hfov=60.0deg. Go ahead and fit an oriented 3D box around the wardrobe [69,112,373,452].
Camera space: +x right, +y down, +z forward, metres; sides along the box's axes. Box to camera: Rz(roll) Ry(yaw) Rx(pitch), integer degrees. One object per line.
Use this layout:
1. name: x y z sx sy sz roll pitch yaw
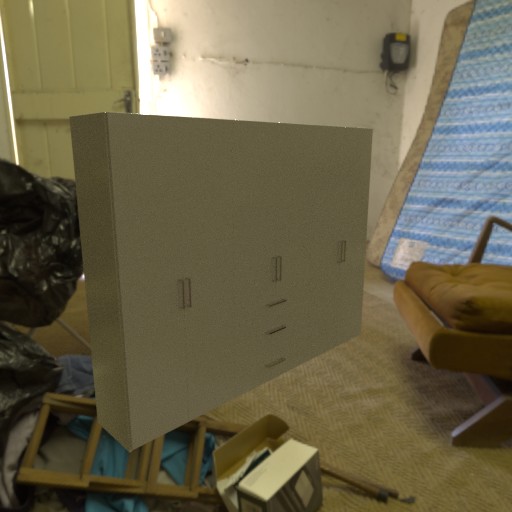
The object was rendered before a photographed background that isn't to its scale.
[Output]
1. wardrobe: 0.000 0.000 4.118 3.000 2.360 0.580 -13 18 -43
